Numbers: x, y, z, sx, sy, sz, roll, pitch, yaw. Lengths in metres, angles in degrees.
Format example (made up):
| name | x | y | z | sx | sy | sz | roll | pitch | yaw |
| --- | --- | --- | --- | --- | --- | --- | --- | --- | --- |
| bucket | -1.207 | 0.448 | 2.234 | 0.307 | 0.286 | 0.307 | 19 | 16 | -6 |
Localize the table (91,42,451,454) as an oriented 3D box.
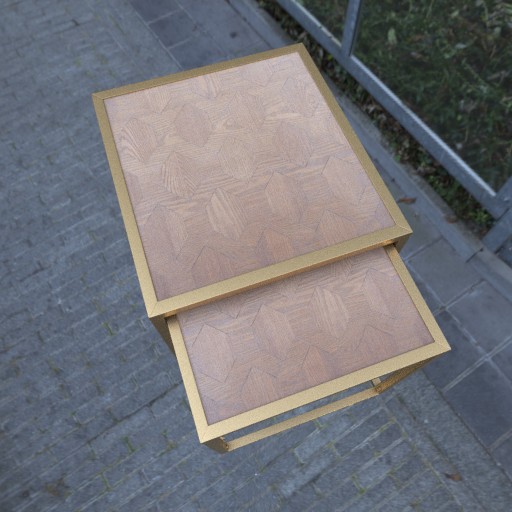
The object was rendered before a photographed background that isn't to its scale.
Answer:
| name | x | y | z | sx | sy | sz | roll | pitch | yaw |
| --- | --- | --- | --- | --- | --- | --- | --- | --- | --- |
| table | 0.000 | 0.000 | 1.082 | 0.505 | 0.505 | 0.762 | -18 | 65 | -9 |
